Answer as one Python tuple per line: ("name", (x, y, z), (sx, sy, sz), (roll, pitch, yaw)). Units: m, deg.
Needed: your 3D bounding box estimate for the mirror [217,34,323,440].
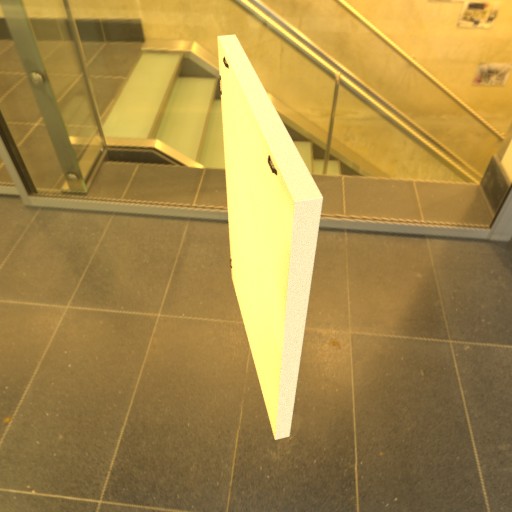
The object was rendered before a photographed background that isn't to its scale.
("mirror", (0.000, 0.000, 0.938), (0.040, 0.710, 0.507), (-10, 47, -9))
